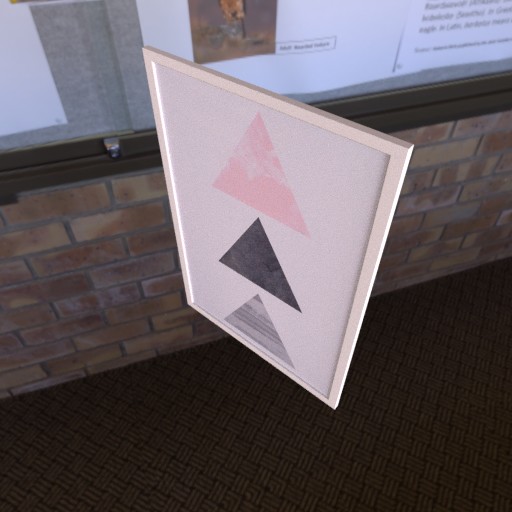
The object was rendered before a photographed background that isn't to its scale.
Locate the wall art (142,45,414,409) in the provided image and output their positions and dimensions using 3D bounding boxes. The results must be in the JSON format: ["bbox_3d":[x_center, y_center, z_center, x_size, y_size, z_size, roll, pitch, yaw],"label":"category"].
[{"bbox_3d":[0.000,0.000,0.837,0.456,0.656,0.013,31,53,26],"label":"wall art"}]
